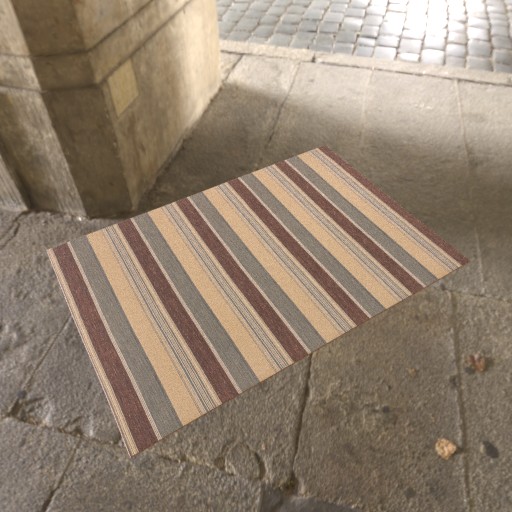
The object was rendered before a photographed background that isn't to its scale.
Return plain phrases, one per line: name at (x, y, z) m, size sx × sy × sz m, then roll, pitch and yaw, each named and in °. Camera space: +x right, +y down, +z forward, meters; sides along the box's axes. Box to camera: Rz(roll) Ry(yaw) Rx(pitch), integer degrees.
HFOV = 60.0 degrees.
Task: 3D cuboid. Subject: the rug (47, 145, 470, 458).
rug at (0.000, 0.000, 2.290) m, size 1.829 × 0.008 × 1.219 m, roll -25°, pitch 52°, yaw -21°
